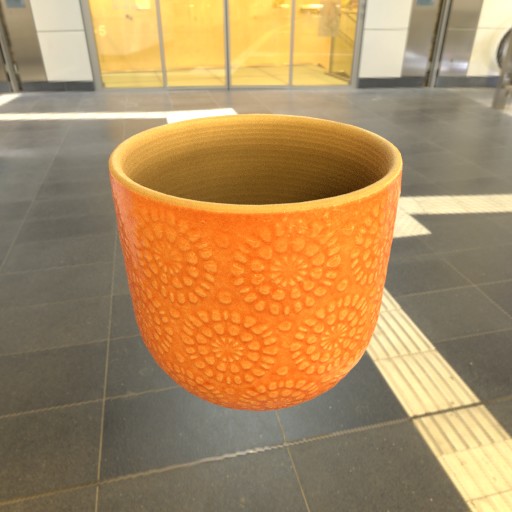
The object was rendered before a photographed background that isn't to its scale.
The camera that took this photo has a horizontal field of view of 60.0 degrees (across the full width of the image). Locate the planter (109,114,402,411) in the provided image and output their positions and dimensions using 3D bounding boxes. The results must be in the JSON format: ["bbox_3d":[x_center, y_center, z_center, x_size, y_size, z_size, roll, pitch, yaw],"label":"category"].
[{"bbox_3d":[0.000,0.000,0.290,0.170,0.152,0.170,0,31,0],"label":"planter"}]
